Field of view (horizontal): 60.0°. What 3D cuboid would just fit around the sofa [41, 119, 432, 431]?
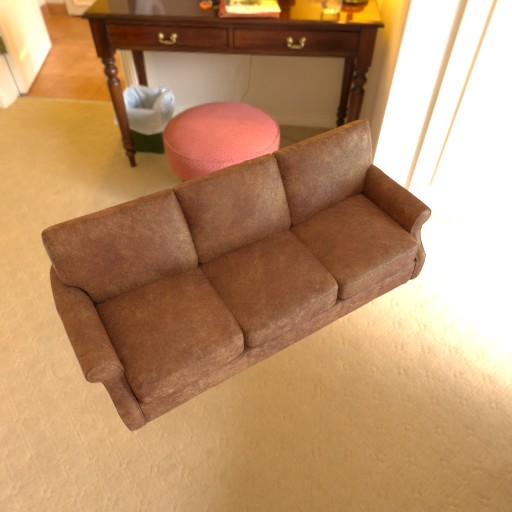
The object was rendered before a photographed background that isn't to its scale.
[{"bbox_3d":[0.000,0.000,2.801,2.351,0.977,0.973,-24,51,-21],"label":"sofa"}]
